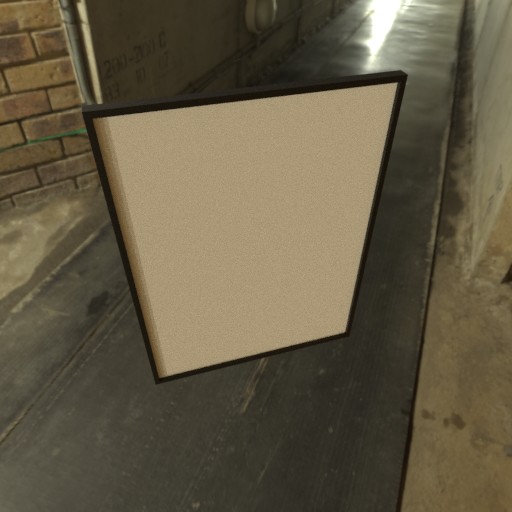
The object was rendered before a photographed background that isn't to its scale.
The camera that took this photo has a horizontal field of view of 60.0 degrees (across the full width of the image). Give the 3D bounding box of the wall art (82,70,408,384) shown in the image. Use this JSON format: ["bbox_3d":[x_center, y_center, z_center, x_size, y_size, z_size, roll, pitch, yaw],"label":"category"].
[{"bbox_3d":[0.000,0.000,1.418,0.802,1.070,0.036,-11,43,-12],"label":"wall art"}]
